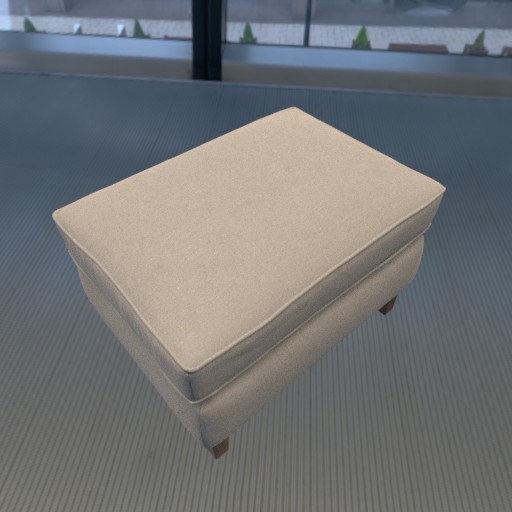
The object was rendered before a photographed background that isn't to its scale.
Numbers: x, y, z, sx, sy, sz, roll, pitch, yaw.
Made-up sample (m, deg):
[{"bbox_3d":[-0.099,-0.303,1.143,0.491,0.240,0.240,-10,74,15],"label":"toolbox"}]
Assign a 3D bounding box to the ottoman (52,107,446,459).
[{"bbox_3d":[0.000,0.000,0.992,0.665,0.456,0.501,-32,54,-27],"label":"ottoman"}]
